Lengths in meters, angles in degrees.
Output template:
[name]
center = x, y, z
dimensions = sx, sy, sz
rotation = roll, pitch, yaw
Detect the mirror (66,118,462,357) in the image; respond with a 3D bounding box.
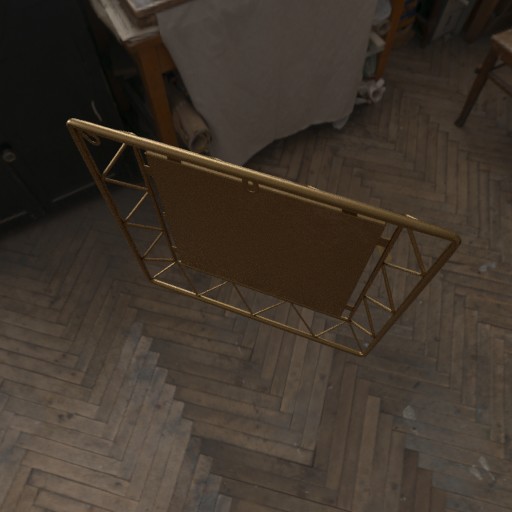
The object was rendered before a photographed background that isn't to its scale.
[mirror]
center = 0.000, 0.000, 0.621
dimensions = 0.416, 0.414, 0.046
rotation = 18, 64, 9
